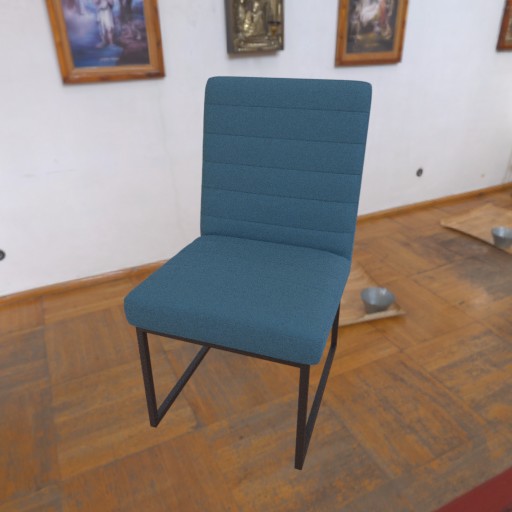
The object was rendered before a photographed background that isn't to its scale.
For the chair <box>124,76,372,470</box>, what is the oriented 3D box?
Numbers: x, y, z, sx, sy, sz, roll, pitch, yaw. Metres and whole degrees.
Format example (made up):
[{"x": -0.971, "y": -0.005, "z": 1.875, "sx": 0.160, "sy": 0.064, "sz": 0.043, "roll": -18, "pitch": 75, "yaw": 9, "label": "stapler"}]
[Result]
[{"x": 0.000, "y": 0.000, "z": 1.298, "sx": 0.520, "sy": 0.930, "sz": 0.634, "roll": 9, "pitch": 28, "yaw": 17, "label": "chair"}]
